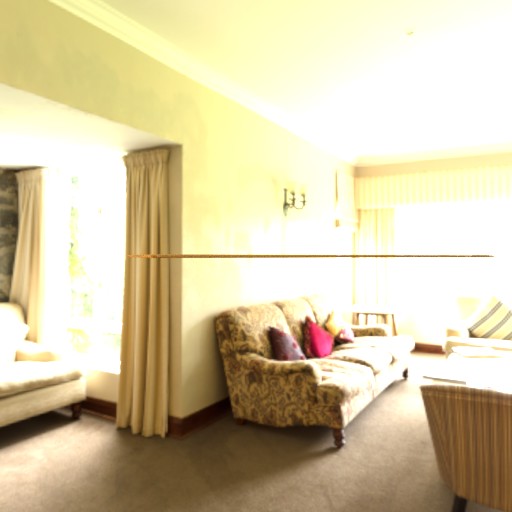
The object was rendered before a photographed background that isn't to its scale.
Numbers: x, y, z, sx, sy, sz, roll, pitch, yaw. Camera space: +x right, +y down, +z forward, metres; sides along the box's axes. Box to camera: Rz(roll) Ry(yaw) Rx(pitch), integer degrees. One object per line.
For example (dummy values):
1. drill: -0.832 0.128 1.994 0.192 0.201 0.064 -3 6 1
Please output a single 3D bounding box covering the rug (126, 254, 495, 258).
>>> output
1. rug: 0.000 0.000 2.274 1.219 0.010 1.829 0 0 -18
